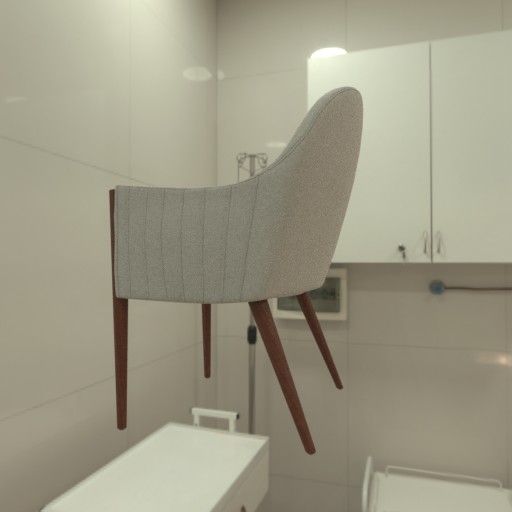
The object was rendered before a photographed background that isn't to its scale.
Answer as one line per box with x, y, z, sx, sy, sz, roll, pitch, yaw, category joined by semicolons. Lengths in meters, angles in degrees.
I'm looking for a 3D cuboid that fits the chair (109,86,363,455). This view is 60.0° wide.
0.000;0.000;1.310;0.620;0.889;0.610;0;-1;17;chair
